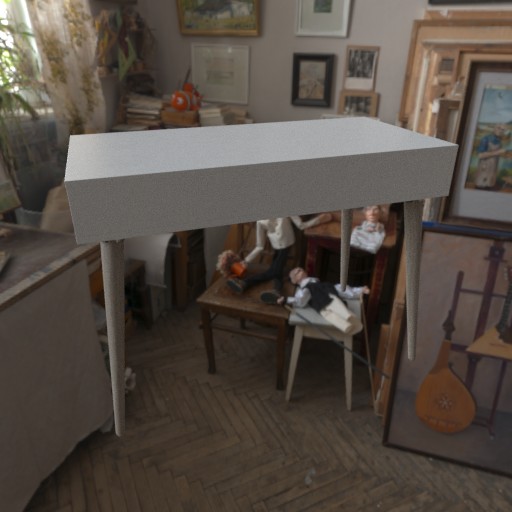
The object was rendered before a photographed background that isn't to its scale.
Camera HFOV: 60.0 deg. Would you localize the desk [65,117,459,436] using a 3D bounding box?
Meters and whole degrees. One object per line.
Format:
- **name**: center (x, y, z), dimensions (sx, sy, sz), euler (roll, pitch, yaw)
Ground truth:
- **desk**: center (0.000, 0.000, 1.396), dimensions (0.979, 0.723, 0.491), euler (-9, 28, -17)
